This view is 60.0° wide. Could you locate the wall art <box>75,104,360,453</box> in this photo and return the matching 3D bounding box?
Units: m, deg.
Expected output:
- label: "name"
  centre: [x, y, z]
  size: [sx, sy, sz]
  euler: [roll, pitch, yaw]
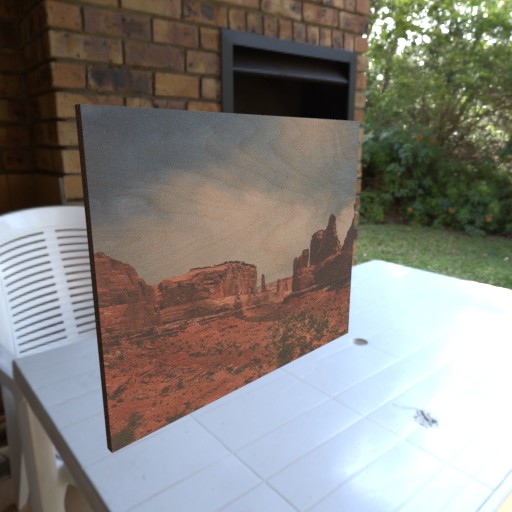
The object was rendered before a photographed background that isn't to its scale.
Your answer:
- label: "wall art"
  centre: [0.000, 0.000, 0.670]
  size: [0.508, 0.406, 0.013]
  euler: [-14, 20, -43]
